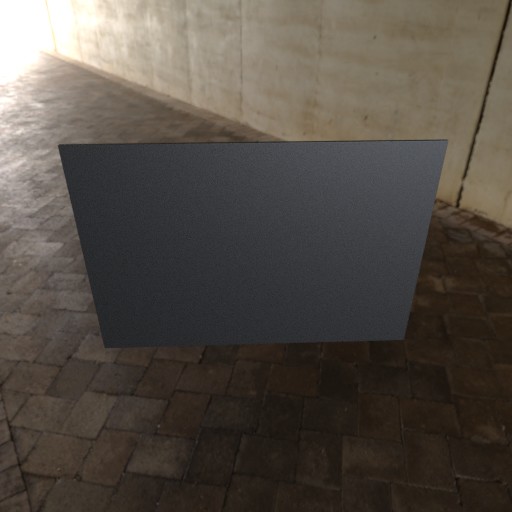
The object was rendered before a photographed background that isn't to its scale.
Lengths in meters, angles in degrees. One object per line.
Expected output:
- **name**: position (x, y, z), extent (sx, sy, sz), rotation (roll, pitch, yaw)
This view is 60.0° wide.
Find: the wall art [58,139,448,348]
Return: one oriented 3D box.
- **wall art**: position (0.000, 0.000, 1.562), extent (1.192, 0.811, 0.013), rotation (-1, 31, -2)
